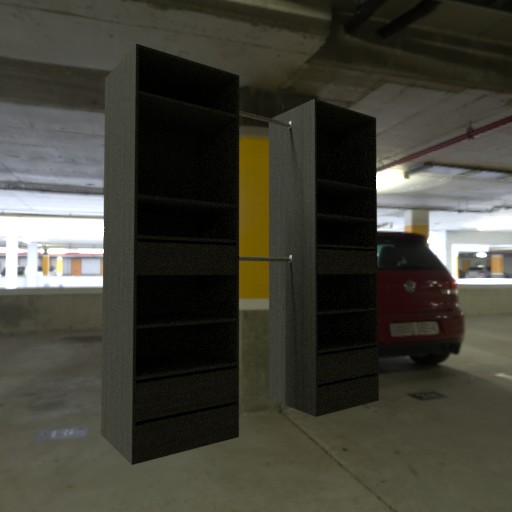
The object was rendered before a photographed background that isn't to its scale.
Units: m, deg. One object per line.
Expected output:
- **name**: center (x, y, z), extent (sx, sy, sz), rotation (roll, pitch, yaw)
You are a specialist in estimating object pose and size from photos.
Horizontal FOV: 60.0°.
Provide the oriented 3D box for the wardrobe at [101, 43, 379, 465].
- **wardrobe**: center (0.000, 0.000, 2.811), extent (1.770, 2.000, 0.480), rotation (1, -2, -36)
